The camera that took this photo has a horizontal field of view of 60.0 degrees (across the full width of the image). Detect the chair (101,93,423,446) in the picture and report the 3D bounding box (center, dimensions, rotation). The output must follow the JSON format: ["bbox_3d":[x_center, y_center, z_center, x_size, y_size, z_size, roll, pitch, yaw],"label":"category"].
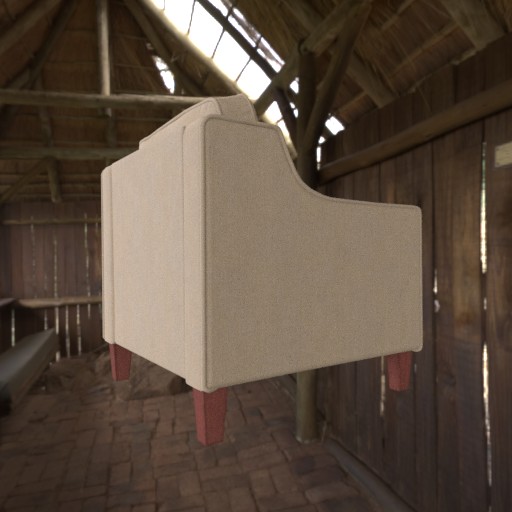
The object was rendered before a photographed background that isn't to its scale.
[{"bbox_3d":[0.000,0.000,1.666,0.909,0.960,0.831,0,0,-35],"label":"chair"}]
